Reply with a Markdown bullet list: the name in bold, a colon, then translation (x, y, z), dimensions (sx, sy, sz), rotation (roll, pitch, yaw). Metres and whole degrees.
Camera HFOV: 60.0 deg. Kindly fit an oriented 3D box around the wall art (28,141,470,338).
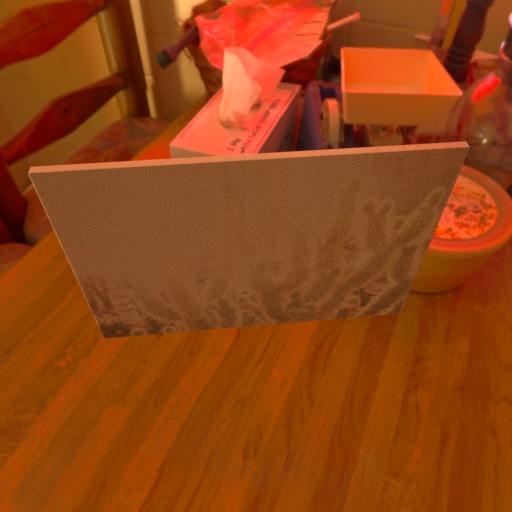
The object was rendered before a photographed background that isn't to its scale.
- **wall art**: translation (0.000, 0.000, 1.905), dimensions (1.525, 1.012, 0.038), rotation (-4, 47, -4)
